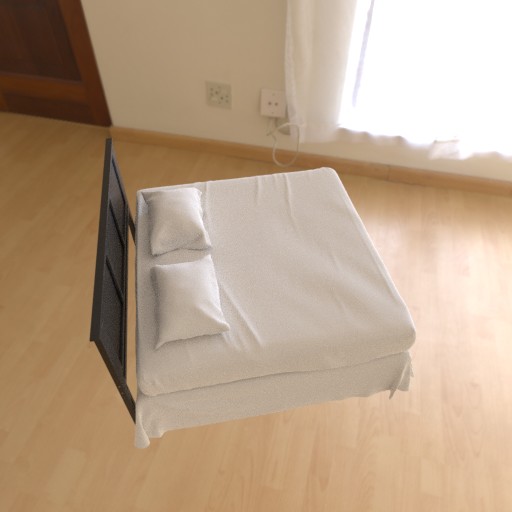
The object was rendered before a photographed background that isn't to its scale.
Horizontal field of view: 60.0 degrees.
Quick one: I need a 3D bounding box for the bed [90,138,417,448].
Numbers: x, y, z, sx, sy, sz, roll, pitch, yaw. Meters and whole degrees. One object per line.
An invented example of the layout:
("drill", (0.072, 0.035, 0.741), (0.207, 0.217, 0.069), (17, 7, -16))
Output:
("bed", (0.000, 0.000, 3.663), (2.219, 1.271, 2.315), (-8, 47, -7))
